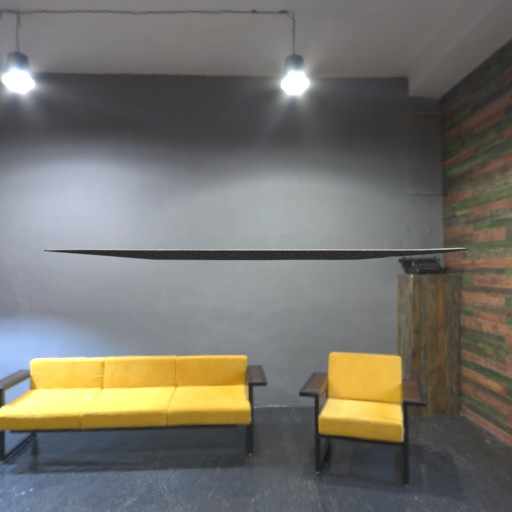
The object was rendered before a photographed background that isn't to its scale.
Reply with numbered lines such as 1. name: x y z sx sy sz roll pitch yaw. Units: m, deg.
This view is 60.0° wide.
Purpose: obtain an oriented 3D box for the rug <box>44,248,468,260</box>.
1. rug: 0.000 0.000 3.904 2.343 0.026 2.925 0 -2 0
